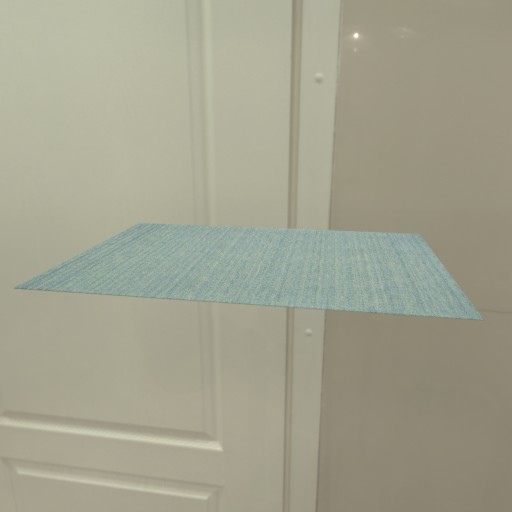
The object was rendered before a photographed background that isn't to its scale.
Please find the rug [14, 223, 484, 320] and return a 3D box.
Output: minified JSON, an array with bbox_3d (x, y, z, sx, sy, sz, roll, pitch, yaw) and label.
[{"bbox_3d":[0.000,0.000,3.617,2.895,0.006,1.982,3,17,9],"label":"rug"}]
